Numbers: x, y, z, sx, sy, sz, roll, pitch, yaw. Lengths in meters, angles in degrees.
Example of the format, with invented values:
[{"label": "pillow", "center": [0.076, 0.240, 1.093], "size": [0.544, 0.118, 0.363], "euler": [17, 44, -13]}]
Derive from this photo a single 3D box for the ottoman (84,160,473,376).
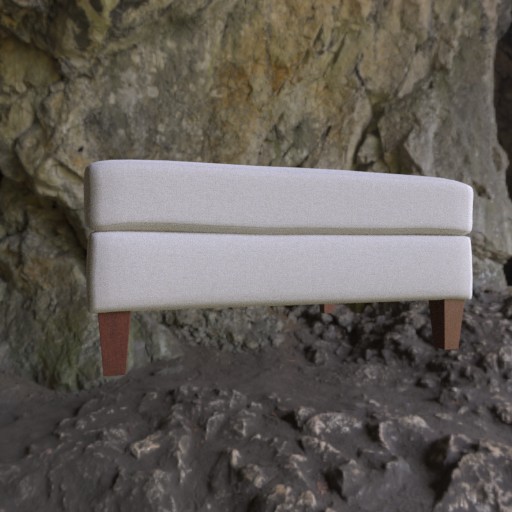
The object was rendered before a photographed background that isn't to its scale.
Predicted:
[{"label": "ottoman", "center": [0.000, 0.000, 1.416], "size": [0.976, 0.492, 0.836], "euler": [0, 1, -17]}]
